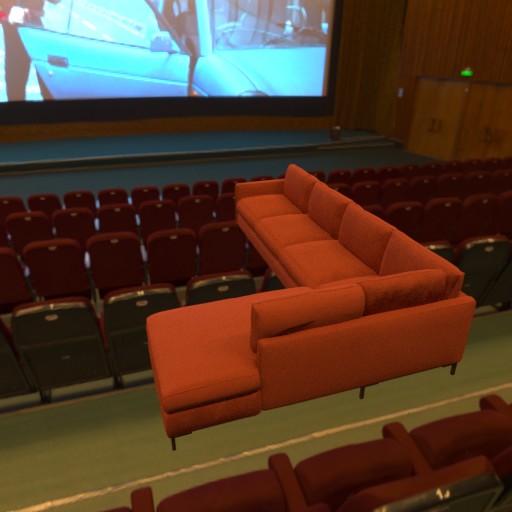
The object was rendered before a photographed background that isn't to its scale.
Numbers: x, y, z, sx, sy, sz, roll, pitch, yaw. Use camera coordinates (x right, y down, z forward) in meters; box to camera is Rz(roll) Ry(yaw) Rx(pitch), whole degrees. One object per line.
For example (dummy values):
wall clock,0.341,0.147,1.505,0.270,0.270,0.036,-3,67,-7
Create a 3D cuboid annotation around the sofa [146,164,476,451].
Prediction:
sofa,0.000,0.000,3.563,1.879,0.757,2.736,-8,28,-16
